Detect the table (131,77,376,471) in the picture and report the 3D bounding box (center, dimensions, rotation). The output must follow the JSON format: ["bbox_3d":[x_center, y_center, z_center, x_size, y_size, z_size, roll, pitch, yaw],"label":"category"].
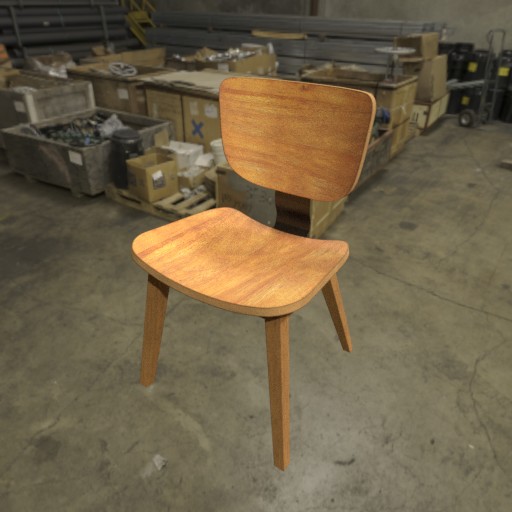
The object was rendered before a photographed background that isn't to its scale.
[{"bbox_3d":[0.000,0.000,1.158,0.499,0.805,0.500,19,36,29],"label":"table"}]
